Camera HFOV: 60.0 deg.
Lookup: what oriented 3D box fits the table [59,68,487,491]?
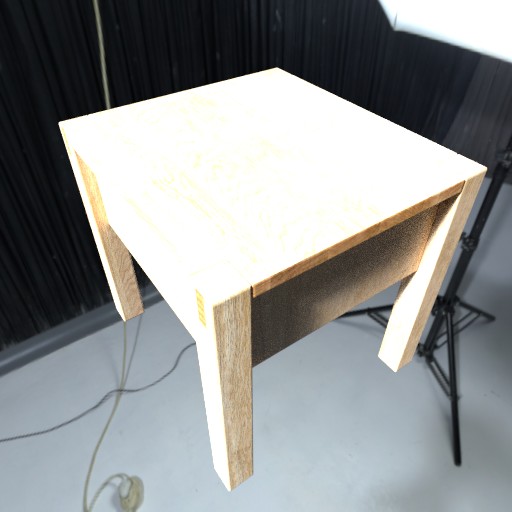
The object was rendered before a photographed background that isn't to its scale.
[{"bbox_3d":[0.000,0.000,0.808,0.440,0.450,0.480,-25,47,-25],"label":"table"}]
